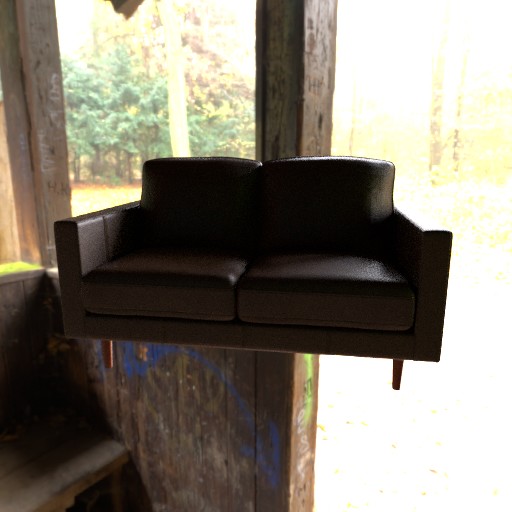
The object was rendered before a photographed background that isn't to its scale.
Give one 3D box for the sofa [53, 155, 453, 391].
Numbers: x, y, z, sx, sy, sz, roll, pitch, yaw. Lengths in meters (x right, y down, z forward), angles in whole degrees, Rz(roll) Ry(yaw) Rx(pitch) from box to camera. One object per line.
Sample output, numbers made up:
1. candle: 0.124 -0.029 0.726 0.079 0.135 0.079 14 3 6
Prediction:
1. sofa: 0.000 0.000 2.160 1.578 0.951 0.909 2 13 8
